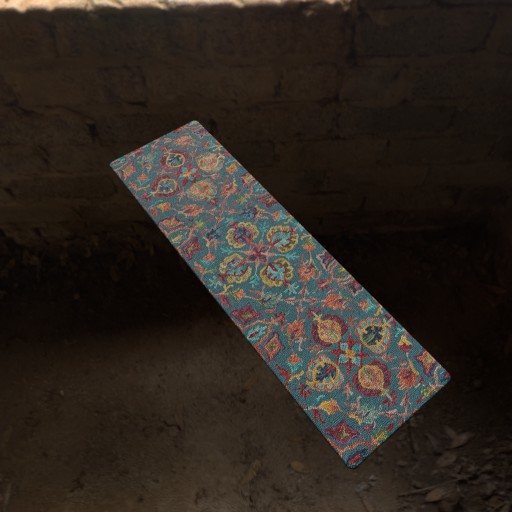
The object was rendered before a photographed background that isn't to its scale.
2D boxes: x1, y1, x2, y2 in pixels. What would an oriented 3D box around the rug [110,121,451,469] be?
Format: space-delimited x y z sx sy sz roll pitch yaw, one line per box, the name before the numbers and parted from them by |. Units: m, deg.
rug | 0.000 0.000 2.532 0.686 0.013 2.286 -33 64 -18
